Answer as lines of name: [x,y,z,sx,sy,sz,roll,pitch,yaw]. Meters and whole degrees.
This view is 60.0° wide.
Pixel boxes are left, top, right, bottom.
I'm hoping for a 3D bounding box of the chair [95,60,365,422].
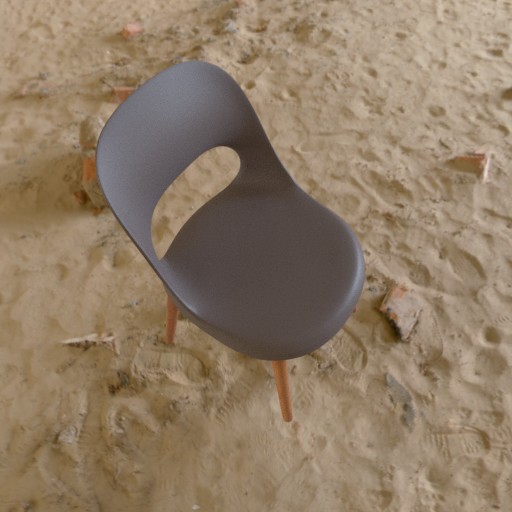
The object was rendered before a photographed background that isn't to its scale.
chair: [0.000,0.000,1.138,0.556,0.794,0.470,29,63,17]
